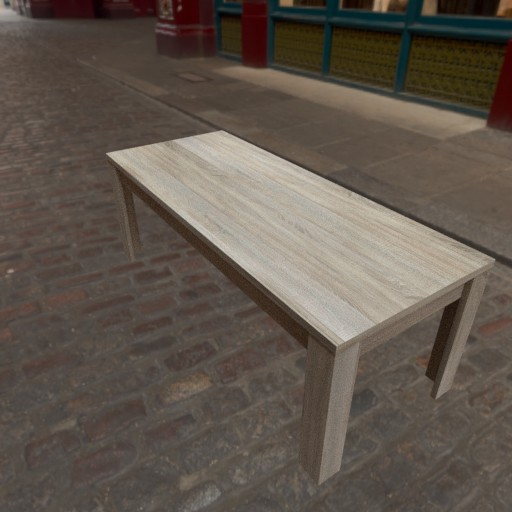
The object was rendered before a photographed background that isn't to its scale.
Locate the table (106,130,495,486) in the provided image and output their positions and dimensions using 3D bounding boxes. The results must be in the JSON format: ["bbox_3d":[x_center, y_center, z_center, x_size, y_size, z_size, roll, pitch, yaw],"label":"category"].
[{"bbox_3d":[0.000,0.000,2.602,0.900,0.790,2.200,-20,38,-29],"label":"table"}]
